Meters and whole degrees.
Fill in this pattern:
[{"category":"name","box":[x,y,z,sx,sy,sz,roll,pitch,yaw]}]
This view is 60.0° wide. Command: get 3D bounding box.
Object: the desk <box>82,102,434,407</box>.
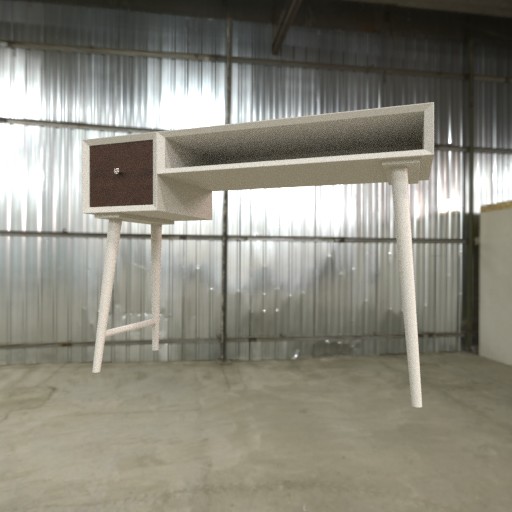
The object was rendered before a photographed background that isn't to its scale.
[{"category":"desk","box":[0.000,0.000,1.455,1.069,0.761,0.409,0,0,19]}]
